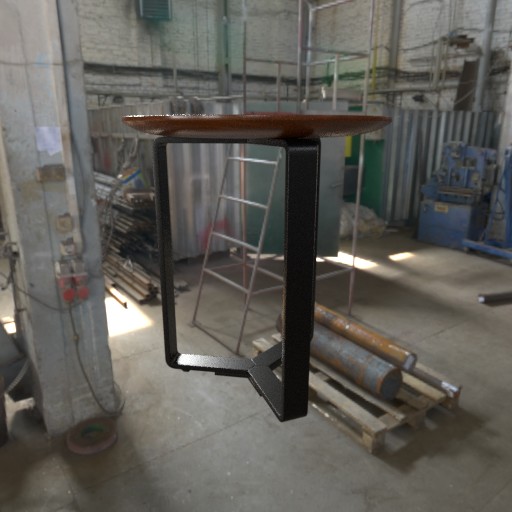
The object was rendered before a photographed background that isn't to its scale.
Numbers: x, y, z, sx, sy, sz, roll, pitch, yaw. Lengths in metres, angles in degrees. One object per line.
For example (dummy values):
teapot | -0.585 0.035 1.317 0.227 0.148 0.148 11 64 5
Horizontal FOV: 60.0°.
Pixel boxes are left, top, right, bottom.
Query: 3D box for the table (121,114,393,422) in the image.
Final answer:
table | 0.000 0.000 0.755 0.410 0.450 0.380 3 16 9
